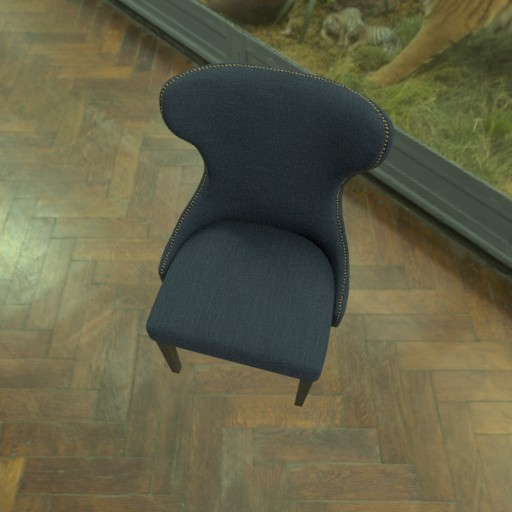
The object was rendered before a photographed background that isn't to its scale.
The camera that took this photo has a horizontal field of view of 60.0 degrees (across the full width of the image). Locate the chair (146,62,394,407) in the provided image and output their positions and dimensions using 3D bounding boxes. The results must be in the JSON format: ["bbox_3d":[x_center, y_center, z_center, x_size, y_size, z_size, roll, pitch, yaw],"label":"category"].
[{"bbox_3d":[0.000,0.000,1.419,0.628,0.967,0.635,13,60,8],"label":"chair"}]
